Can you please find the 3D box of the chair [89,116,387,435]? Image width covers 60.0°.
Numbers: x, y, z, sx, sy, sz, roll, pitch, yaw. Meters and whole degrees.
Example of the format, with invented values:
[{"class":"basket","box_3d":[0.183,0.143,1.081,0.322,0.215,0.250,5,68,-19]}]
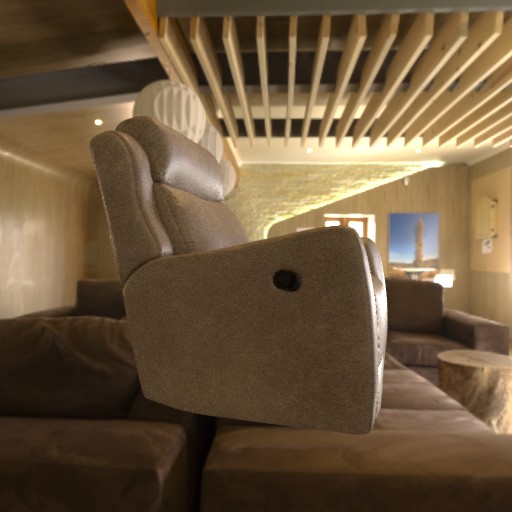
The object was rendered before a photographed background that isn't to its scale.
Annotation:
[{"class":"chair","box_3d":[0.000,0.000,1.905,1.068,1.116,0.965,0,-1,18]}]
